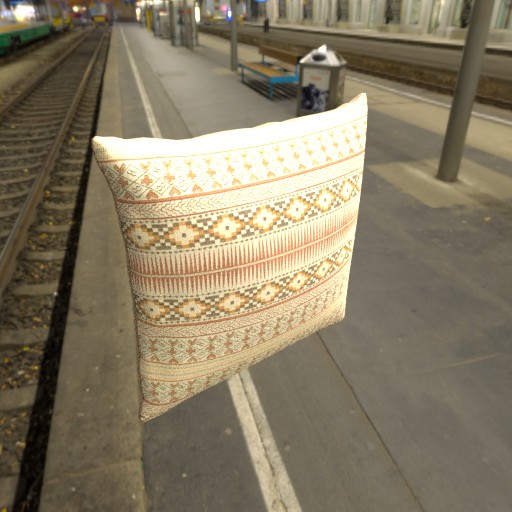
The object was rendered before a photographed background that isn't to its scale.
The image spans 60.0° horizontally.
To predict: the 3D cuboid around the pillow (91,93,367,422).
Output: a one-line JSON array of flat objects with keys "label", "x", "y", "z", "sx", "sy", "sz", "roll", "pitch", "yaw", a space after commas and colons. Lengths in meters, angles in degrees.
[{"label": "pillow", "x": 0.000, "y": 0.000, "z": 0.809, "sx": 0.521, "sy": 0.519, "sz": 0.215, "roll": -20, "pitch": 35, "yaw": -32}]
